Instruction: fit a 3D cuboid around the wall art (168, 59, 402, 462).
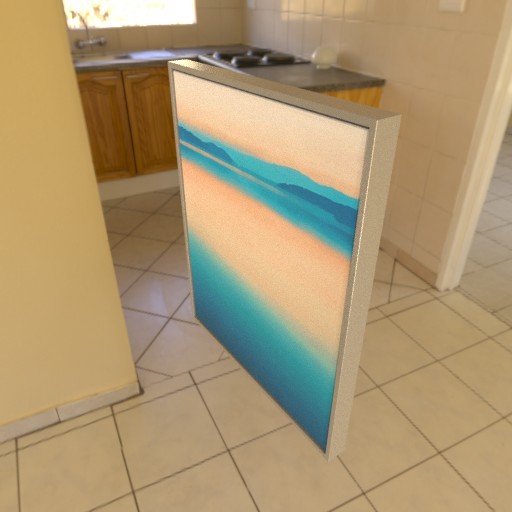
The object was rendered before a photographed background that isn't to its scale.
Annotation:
[{"bbox_3d":[0.000,0.000,0.744,0.037,0.554,0.453,-21,38,-30],"label":"wall art"}]
